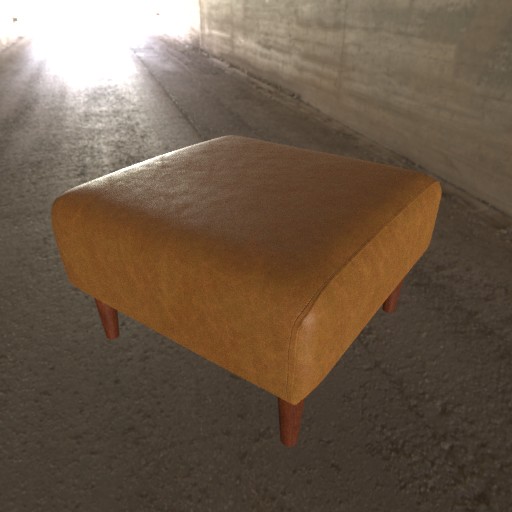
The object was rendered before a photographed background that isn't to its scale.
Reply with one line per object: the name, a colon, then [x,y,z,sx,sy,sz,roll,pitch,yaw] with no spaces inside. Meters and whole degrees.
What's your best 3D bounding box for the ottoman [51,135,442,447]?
ottoman: [0.000,0.000,1.056,0.650,0.399,0.650,20,36,30]
